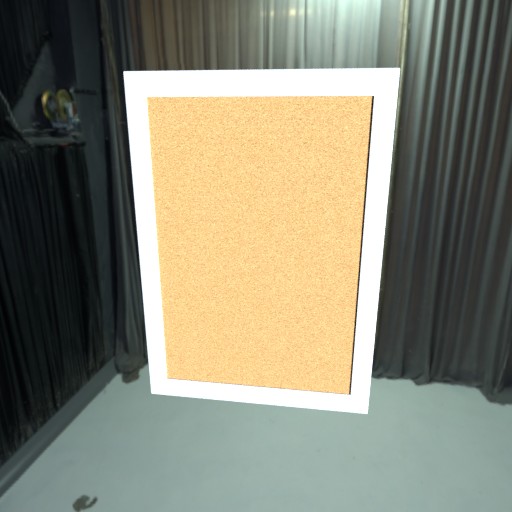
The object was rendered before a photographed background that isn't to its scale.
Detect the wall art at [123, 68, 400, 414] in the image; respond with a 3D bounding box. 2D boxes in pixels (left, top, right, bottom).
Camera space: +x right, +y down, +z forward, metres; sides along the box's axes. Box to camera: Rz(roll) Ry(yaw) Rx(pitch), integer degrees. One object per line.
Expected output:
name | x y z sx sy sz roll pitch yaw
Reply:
wall art | 0.000 0.000 0.681 0.374 0.529 0.012 3 18 8
